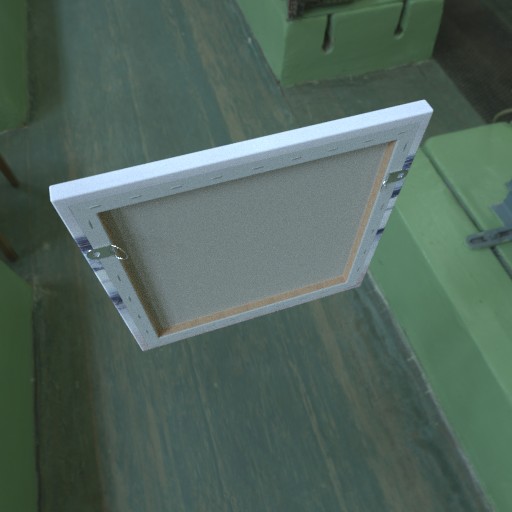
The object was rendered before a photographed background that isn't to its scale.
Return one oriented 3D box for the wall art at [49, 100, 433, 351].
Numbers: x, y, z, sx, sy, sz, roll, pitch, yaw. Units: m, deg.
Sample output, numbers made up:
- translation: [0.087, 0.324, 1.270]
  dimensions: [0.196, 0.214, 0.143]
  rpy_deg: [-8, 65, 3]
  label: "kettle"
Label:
- translation: [0.000, 0.000, 1.150]
  dimensions: [0.755, 0.747, 0.065]
  rpy_deg: [-15, 59, -10]
  label: "wall art"
